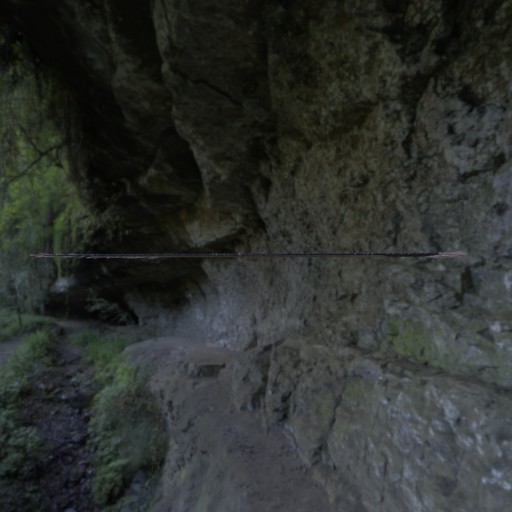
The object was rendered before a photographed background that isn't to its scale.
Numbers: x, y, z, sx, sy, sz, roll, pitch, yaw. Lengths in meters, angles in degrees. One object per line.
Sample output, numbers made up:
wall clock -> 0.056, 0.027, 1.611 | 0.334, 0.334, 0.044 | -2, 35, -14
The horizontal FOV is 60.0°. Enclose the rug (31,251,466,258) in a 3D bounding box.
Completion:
rug -> 0.000, 0.000, 2.501 | 2.021, 0.027, 1.224 | 0, -1, 18
